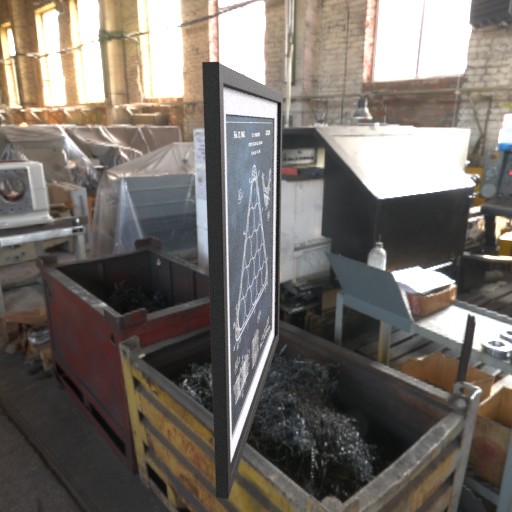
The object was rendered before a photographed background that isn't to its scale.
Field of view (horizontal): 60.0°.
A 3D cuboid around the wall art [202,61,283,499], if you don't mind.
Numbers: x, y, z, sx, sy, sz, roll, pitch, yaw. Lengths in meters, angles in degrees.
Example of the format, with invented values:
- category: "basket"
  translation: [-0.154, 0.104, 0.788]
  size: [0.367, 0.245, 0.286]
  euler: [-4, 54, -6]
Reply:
- category: "wall art"
  translation: [0.000, 0.000, 1.182]
  size: [0.028, 0.863, 0.755]
  euler: [3, 17, 11]
